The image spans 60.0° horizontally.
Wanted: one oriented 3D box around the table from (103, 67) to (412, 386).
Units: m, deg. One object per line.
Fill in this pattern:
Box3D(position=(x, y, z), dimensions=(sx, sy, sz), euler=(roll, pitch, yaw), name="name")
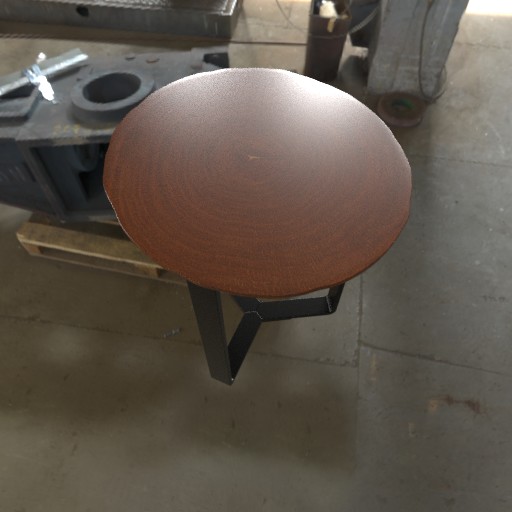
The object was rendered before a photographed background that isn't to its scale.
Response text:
Box3D(position=(0.000, 0.000, 0.760), dimensions=(0.380, 0.450, 0.410), euler=(-31, 62, -19), name="table")
